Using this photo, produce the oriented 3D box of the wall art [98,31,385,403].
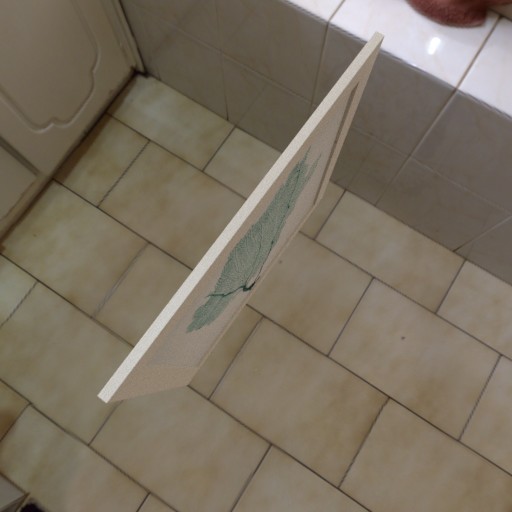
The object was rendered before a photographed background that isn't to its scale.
[{"bbox_3d":[0.000,0.000,0.812,0.015,0.577,0.572,35,78,8],"label":"wall art"}]
